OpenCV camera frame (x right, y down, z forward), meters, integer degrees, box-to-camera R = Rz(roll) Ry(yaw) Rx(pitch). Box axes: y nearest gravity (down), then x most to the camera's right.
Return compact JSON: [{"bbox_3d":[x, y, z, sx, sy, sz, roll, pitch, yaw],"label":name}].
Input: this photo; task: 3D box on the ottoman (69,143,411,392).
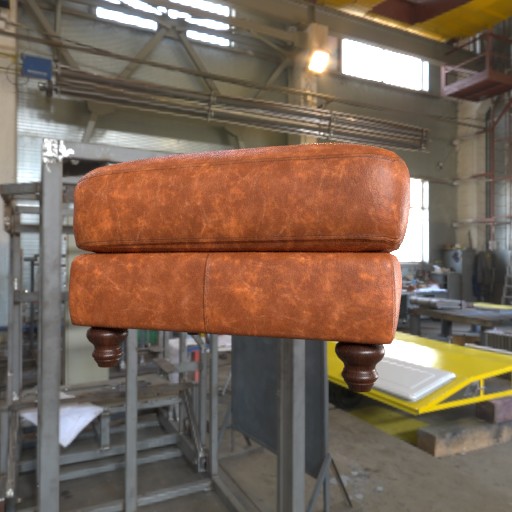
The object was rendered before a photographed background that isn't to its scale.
[{"bbox_3d":[0.000,0.000,1.267,0.832,0.562,0.657,0,0,19],"label":"ottoman"}]
